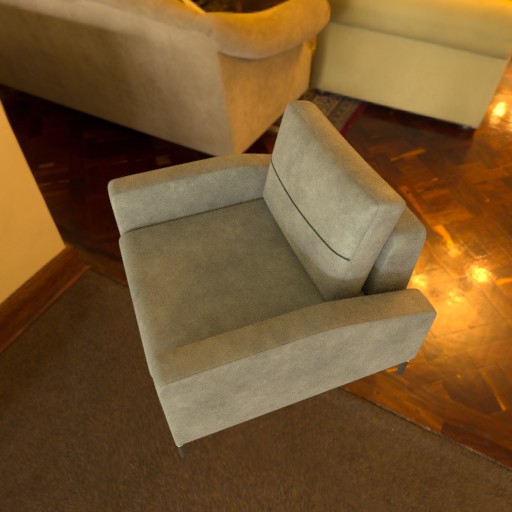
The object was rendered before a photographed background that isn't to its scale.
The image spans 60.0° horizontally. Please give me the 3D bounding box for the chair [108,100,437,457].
[{"bbox_3d":[0.000,0.000,1.572,0.900,0.800,0.900,-16,49,-14],"label":"chair"}]
